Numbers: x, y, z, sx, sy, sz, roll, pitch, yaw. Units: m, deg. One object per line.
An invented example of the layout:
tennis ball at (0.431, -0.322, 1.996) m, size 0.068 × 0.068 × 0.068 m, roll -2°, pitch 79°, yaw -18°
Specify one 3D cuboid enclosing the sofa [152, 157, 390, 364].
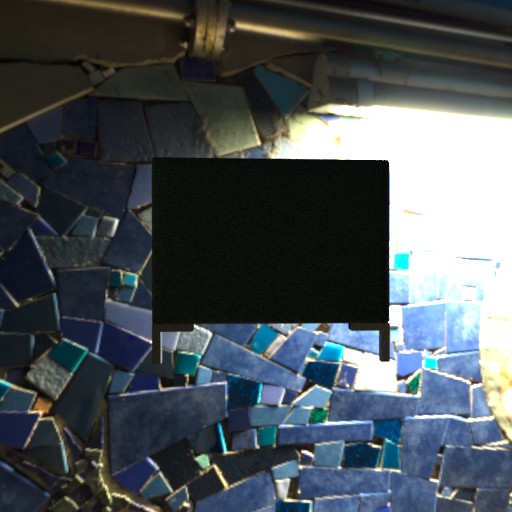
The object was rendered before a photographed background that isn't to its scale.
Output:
sofa at (0.000, 0.000, 2.447) m, size 0.797 × 0.657 × 2.102 m, roll 0°, pitch 1°, yaw -3°
